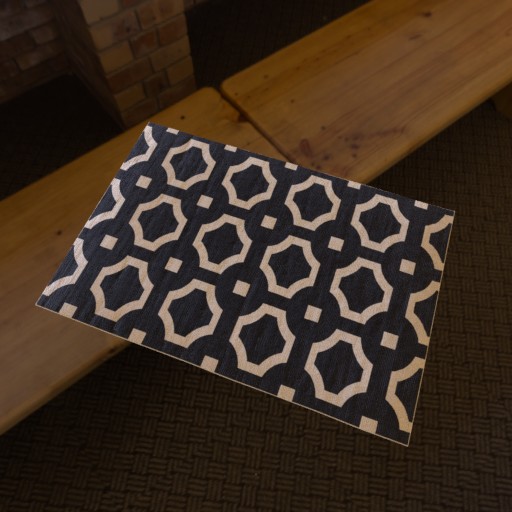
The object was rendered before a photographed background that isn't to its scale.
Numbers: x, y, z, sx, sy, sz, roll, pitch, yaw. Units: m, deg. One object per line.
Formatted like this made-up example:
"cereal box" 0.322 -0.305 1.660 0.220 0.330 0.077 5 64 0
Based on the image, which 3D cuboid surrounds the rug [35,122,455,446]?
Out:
"rug" 0.000 0.000 2.837 2.286 0.016 1.555 18 65 9
